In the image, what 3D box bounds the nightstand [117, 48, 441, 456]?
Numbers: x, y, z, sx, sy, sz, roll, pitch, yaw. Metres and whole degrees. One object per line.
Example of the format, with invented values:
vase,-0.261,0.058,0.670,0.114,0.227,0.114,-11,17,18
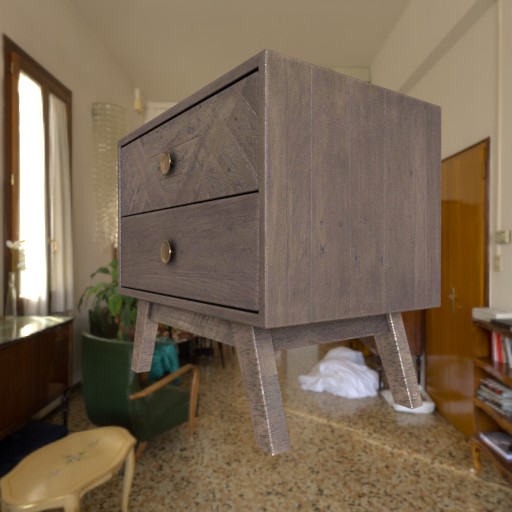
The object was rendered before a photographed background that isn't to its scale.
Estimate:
nightstand,0.000,0.000,1.022,0.450,0.599,0.650,0,1,-35
